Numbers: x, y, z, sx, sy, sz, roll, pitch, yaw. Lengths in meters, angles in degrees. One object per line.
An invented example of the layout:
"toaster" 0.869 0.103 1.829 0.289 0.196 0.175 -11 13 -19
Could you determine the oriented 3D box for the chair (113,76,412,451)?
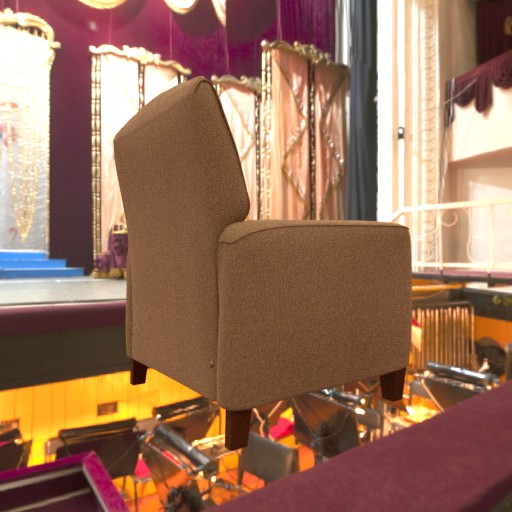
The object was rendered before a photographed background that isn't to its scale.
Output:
"chair" 0.000 0.000 1.651 0.864 1.014 0.848 0 0 -36
